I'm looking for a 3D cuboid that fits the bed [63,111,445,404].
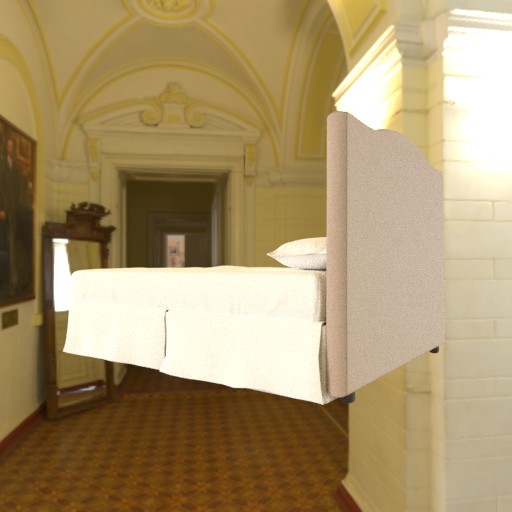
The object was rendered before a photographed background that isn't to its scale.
[{"bbox_3d":[0.000,0.000,3.348,2.282,1.436,1.821,-1,-2,37],"label":"bed"}]
